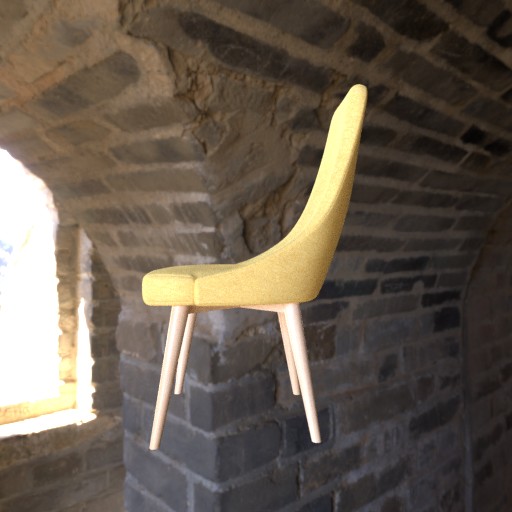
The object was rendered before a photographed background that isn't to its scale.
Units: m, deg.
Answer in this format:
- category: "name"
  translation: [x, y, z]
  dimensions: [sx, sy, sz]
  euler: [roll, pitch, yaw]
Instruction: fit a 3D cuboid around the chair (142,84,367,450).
- category: "chair"
  translation: [0.000, 0.000, 1.432]
  dimensions: [0.660, 1.040, 0.510]
  euler: [0, 0, -2]
